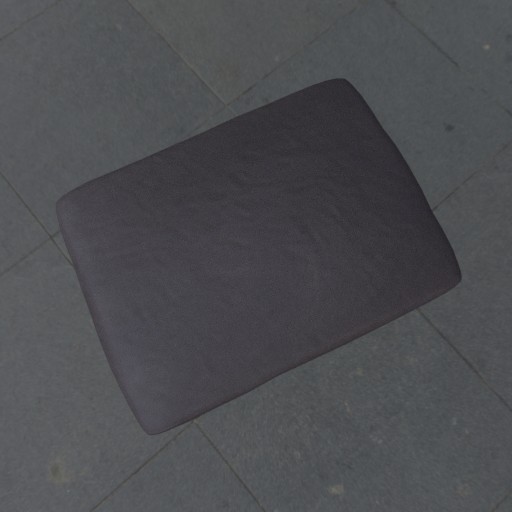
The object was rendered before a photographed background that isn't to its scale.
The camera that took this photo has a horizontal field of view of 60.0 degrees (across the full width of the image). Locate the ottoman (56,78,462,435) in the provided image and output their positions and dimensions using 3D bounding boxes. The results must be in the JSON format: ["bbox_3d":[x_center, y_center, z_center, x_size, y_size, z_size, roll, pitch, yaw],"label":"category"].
[{"bbox_3d":[0.000,0.000,1.279,0.887,0.529,0.659,-25,78,-6],"label":"ottoman"}]
